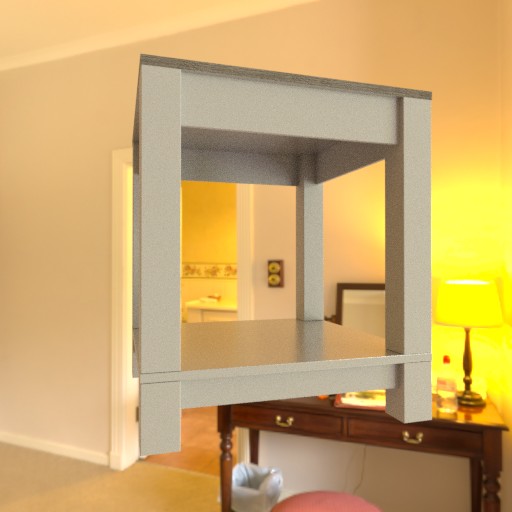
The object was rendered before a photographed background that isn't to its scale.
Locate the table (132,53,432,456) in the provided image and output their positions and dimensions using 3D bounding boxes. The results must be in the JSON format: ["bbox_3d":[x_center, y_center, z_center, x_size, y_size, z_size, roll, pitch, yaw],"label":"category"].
[{"bbox_3d":[0.000,0.000,0.960,0.506,0.587,0.504,0,0,-17],"label":"table"}]
